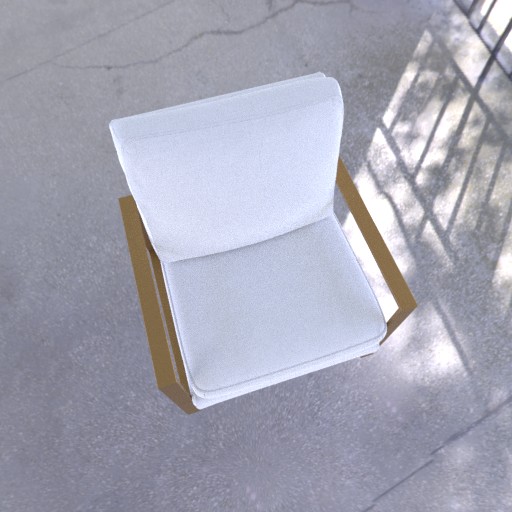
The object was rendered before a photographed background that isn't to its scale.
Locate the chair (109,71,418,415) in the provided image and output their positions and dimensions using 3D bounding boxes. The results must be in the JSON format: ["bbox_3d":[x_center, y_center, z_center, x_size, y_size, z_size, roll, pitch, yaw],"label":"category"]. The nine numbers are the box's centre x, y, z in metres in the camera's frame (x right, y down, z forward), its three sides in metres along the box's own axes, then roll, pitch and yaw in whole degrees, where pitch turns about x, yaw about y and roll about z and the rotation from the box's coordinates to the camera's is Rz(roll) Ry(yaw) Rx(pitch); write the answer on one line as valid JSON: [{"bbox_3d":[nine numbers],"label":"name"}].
[{"bbox_3d":[0.000,0.000,1.537,0.805,0.966,0.813,-16,65,-8],"label":"chair"}]
